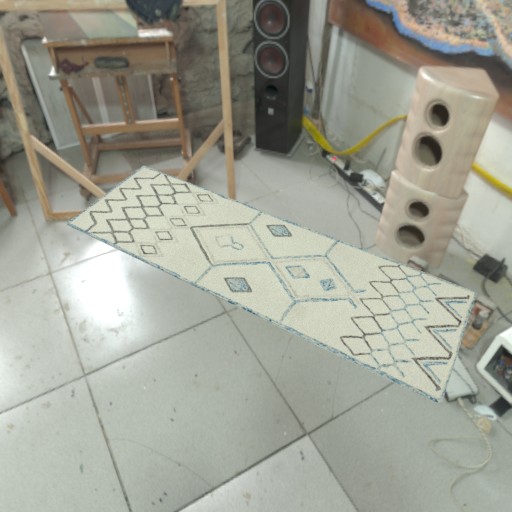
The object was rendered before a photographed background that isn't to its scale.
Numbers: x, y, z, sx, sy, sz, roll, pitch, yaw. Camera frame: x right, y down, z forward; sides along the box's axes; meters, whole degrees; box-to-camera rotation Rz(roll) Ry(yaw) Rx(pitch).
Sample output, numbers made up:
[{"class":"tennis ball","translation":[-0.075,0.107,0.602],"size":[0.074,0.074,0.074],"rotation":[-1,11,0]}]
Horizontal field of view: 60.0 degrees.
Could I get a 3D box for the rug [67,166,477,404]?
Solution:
[{"class":"rug","translation":[0.000,0.000,2.698],"size":[2.434,0.013,0.770],"rotation":[23,50,21]}]
